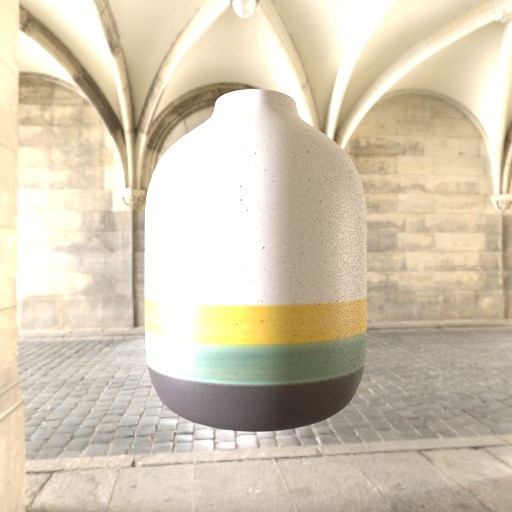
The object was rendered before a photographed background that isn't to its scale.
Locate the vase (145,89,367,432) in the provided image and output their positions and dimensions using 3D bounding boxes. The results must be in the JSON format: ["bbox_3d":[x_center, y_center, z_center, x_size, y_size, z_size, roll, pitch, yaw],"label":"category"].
[{"bbox_3d":[0.000,0.000,0.349,0.169,0.240,0.169,0,-1,0],"label":"vase"}]
